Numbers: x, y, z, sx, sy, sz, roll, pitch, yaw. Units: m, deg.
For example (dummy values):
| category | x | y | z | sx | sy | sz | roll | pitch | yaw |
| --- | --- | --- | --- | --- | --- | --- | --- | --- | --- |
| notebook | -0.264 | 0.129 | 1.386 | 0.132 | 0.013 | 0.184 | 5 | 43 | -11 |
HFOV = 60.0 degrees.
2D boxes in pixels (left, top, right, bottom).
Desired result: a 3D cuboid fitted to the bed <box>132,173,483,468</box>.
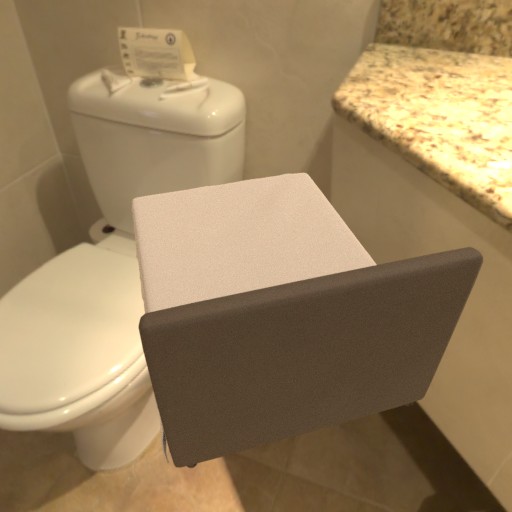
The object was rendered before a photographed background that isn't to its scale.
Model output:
| category | x | y | z | sx | sy | sz | roll | pitch | yaw |
| --- | --- | --- | --- | --- | --- | --- | --- | --- | --- |
| bed | 0.000 | 0.000 | 3.136 | 1.723 | 1.330 | 2.142 | -11 | 41 | -12 |
